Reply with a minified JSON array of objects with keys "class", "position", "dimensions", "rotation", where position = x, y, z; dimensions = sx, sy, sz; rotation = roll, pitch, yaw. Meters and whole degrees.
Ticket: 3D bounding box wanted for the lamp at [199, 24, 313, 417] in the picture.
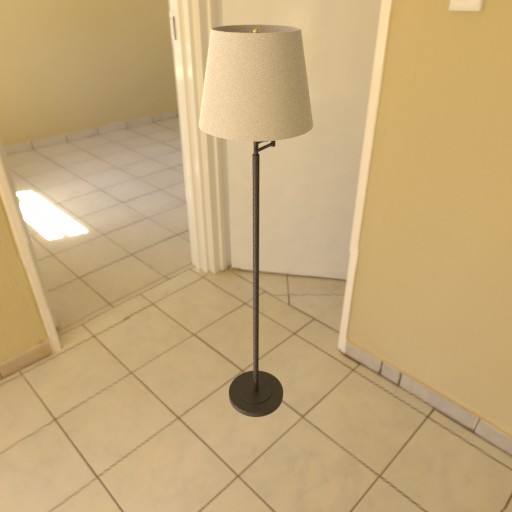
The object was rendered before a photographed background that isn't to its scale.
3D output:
[{"class":"lamp","position":[0.000,0.000,1.606],"dimensions":[0.348,1.473,0.348],"rotation":[21,38,30]}]
